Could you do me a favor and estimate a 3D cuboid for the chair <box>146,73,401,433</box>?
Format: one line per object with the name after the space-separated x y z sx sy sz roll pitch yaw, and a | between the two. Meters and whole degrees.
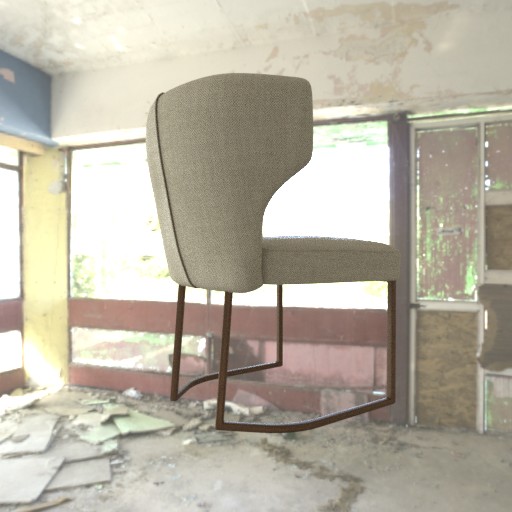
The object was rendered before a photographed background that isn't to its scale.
0.000 0.000 1.271 0.617 0.824 0.611 0 1 -36 | chair
